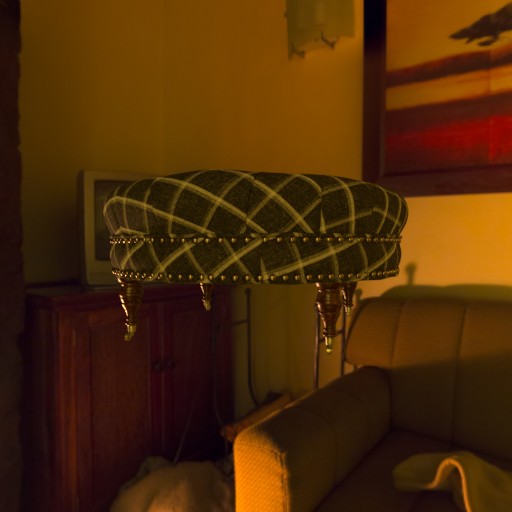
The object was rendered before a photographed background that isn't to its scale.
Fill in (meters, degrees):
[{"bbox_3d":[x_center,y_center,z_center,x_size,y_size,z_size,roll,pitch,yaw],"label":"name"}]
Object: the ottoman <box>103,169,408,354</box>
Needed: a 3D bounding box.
[{"bbox_3d":[0.000,0.000,1.372,0.901,0.439,0.901,0,2,0],"label":"ottoman"}]
